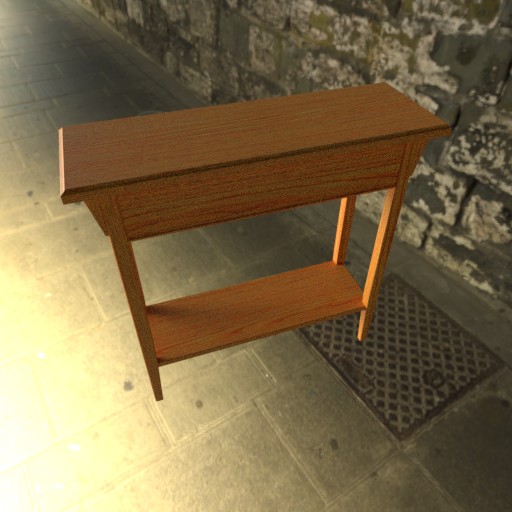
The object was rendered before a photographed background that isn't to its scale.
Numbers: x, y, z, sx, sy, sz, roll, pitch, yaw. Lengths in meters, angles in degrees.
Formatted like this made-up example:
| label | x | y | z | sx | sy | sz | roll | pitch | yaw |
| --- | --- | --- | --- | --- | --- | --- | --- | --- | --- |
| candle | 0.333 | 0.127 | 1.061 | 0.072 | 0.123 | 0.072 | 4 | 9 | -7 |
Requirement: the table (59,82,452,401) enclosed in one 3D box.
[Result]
| label | x | y | z | sx | sy | sz | roll | pitch | yaw |
| --- | --- | --- | --- | --- | --- | --- | --- | --- | --- |
| table | 0.000 | 0.000 | 1.137 | 0.762 | 0.711 | 0.254 | -13 | 43 | -14 |
